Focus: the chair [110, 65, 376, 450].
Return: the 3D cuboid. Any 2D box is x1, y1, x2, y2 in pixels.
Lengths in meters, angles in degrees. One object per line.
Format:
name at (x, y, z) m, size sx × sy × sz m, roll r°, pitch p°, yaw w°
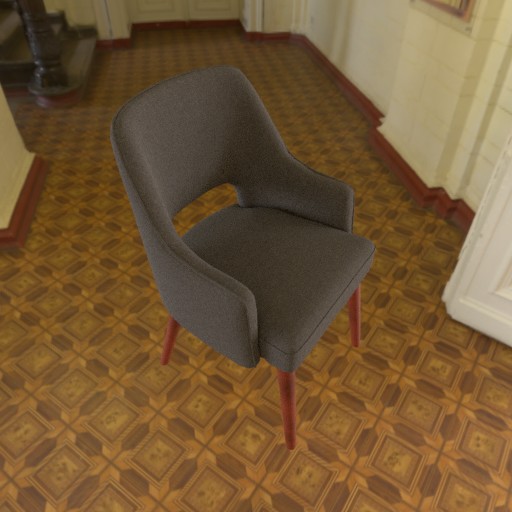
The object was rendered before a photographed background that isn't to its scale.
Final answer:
chair at (0.000, 0.000, 1.211) m, size 0.560 × 0.838 × 0.559 m, roll 24°, pitch 47°, yaw 25°
